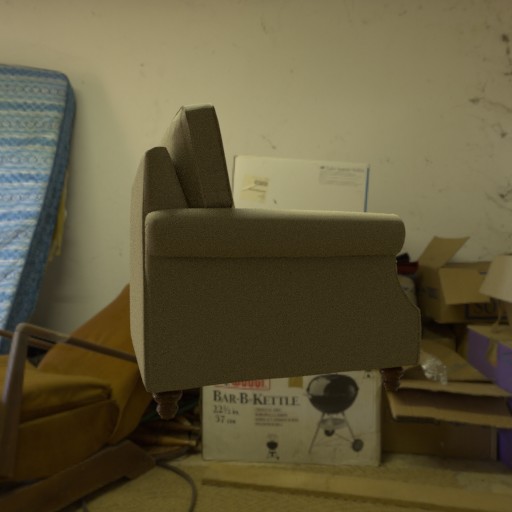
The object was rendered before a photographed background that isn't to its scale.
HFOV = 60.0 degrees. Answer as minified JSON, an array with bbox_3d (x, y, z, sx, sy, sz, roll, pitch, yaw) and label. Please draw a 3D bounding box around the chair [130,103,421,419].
[{"bbox_3d":[0.000,0.000,1.810,0.966,0.967,1.029,-1,2,-18],"label":"chair"}]
